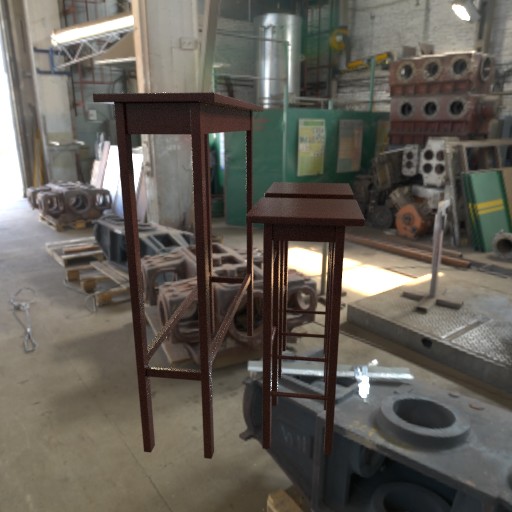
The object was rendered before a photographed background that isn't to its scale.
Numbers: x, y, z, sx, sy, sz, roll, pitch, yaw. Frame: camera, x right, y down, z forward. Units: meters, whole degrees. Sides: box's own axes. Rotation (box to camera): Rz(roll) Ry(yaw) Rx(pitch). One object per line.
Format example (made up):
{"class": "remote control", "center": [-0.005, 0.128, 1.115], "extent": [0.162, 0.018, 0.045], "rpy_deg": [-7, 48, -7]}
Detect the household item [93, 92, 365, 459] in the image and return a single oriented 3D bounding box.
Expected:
{"class": "household item", "center": [0.000, 0.000, 1.621], "extent": [0.676, 1.067, 0.914], "rpy_deg": [2, 17, 8]}
